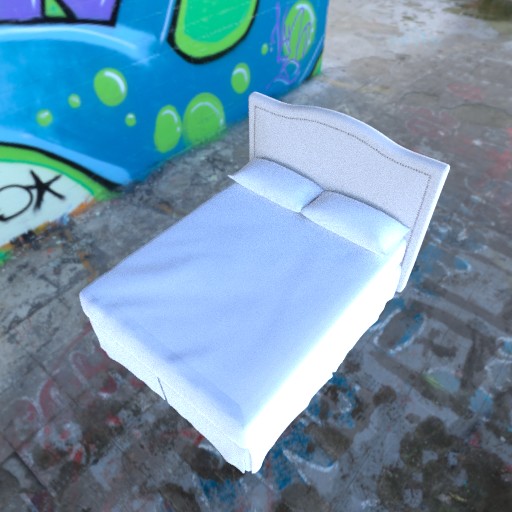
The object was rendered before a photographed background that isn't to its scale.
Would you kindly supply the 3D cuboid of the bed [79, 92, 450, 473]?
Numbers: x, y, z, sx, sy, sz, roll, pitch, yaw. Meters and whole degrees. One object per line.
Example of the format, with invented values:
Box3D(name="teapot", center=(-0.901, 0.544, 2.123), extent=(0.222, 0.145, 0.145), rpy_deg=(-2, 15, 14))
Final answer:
Box3D(name="bed", center=(0.000, 0.000, 3.320), extent=(1.753, 1.460, 2.143), rpy_deg=(31, 53, 26))
